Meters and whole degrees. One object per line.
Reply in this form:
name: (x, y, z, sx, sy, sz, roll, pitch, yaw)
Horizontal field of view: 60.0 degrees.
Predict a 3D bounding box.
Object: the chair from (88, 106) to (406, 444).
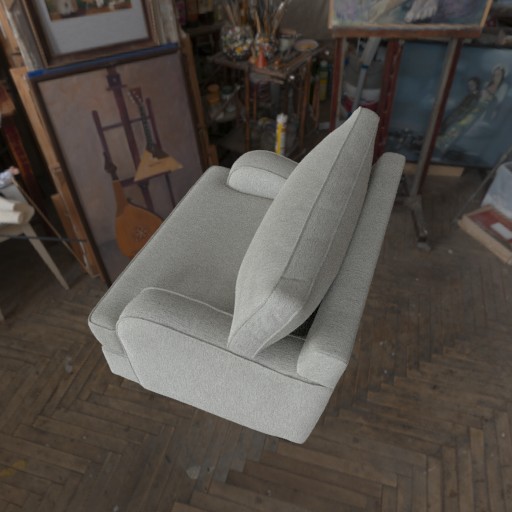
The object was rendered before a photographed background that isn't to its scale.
chair: (0.000, 0.000, 2.021, 1.041, 1.016, 1.220, 16, 48, 15)
